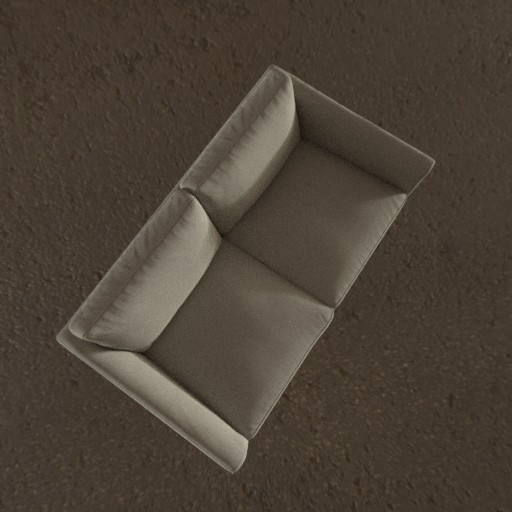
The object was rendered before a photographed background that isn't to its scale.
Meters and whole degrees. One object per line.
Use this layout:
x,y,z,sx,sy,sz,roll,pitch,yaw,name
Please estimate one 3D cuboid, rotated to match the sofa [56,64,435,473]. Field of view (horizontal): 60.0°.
0.000,0.000,2.485,1.091,0.839,1.905,34,78,8,sofa
